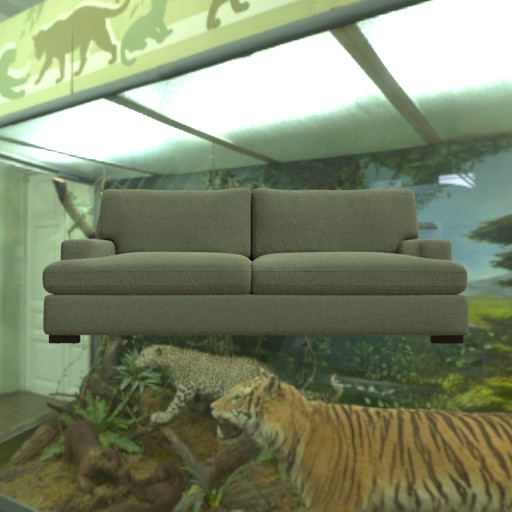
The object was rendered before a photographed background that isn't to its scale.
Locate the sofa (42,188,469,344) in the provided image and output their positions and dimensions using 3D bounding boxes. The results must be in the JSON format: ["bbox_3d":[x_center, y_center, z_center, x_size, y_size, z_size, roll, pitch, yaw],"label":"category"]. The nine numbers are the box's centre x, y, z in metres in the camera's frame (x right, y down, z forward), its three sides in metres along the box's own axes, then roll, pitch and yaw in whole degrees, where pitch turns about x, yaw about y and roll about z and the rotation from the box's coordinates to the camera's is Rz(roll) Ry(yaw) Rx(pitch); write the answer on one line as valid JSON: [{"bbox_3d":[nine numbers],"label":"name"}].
[{"bbox_3d":[0.000,0.000,2.856,2.354,0.980,0.962,0,-1,0],"label":"sofa"}]
